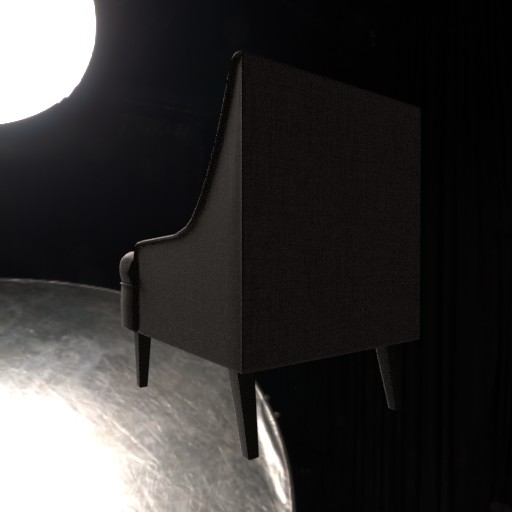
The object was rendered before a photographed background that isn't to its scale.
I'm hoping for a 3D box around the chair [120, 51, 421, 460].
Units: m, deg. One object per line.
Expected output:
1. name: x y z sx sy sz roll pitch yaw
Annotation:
1. chair: 0.000 0.000 1.413 0.655 0.891 0.771 0 1 -36
